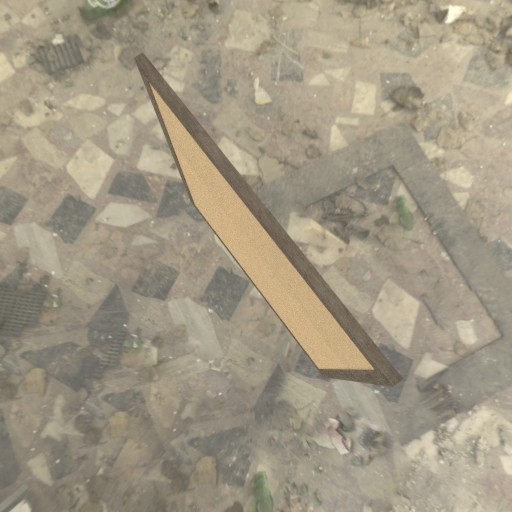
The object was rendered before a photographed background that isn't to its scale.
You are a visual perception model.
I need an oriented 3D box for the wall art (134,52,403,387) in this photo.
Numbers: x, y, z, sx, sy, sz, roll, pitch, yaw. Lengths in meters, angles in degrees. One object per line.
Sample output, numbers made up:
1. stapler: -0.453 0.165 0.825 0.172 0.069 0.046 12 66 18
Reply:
1. wall art: 0.000 0.000 0.692 0.013 0.457 0.457 -36 79 -8
